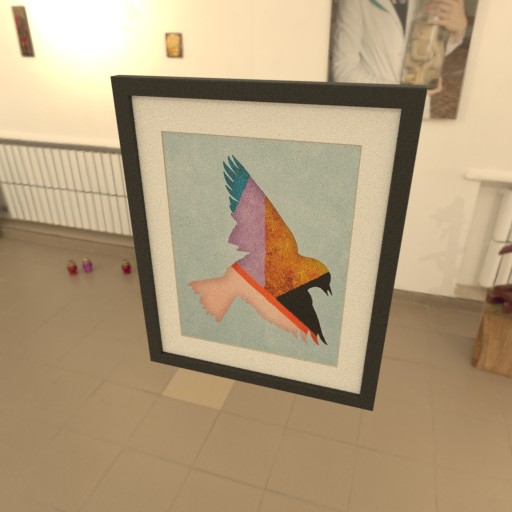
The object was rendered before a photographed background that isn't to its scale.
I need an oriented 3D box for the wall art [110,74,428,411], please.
[{"bbox_3d":[0.000,0.000,0.753,0.457,0.558,0.028,8,29,15],"label":"wall art"}]
